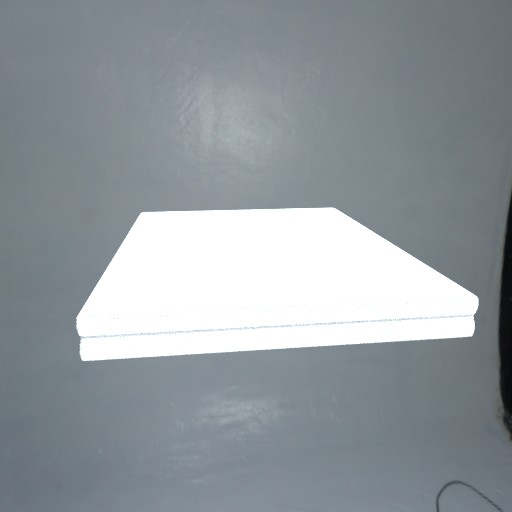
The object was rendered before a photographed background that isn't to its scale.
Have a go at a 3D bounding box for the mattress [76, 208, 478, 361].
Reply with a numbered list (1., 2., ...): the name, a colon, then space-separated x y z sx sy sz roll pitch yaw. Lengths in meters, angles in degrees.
1. mattress: 0.000 0.000 2.696 1.600 0.200 2.000 -2 17 -7
